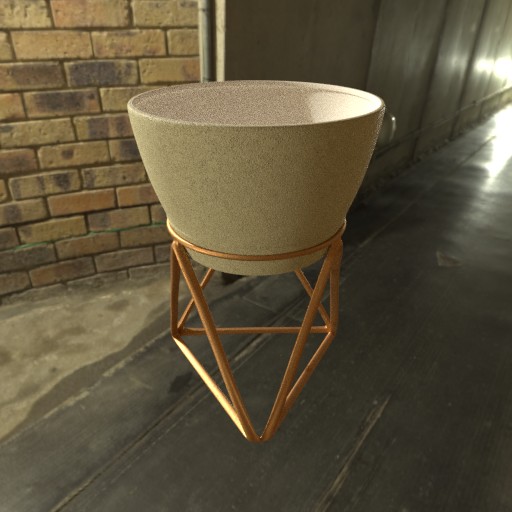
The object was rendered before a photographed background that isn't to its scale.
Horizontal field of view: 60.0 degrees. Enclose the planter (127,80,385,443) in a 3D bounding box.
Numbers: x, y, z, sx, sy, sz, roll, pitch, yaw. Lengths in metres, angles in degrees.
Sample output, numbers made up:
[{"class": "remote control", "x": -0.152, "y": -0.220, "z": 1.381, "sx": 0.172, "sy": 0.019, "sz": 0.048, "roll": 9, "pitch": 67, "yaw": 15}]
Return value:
[{"class": "planter", "x": 0.000, "y": 0.000, "z": 0.739, "sx": 0.350, "sy": 0.504, "sz": 0.350, "roll": -1, "pitch": 29, "yaw": -1}]
